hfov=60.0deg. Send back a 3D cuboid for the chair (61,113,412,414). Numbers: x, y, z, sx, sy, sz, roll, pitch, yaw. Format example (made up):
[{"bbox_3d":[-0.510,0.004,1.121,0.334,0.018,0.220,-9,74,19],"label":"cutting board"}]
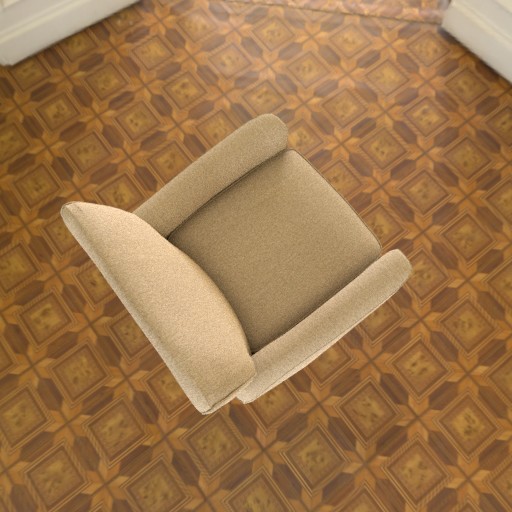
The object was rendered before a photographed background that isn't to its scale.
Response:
[{"bbox_3d":[0.000,0.000,1.643,0.864,1.014,0.848,-37,78,-10],"label":"chair"}]
